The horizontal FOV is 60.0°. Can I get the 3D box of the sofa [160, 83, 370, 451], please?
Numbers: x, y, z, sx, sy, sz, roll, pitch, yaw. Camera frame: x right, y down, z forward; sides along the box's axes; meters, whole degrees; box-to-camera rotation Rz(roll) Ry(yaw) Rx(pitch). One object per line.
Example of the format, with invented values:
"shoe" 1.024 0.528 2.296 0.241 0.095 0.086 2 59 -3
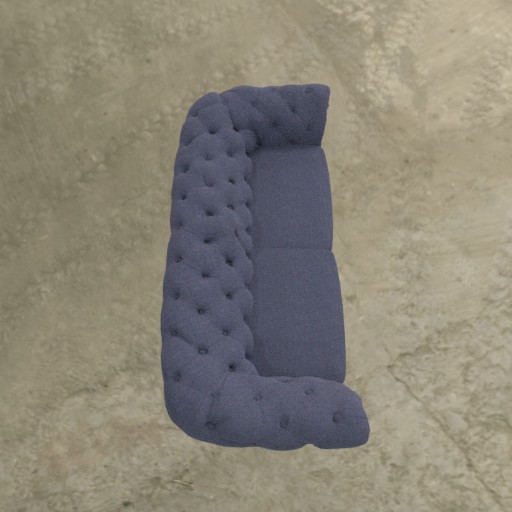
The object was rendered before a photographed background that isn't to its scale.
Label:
"sofa" 0.000 0.000 2.862 1.046 0.836 2.335 0 64 0
